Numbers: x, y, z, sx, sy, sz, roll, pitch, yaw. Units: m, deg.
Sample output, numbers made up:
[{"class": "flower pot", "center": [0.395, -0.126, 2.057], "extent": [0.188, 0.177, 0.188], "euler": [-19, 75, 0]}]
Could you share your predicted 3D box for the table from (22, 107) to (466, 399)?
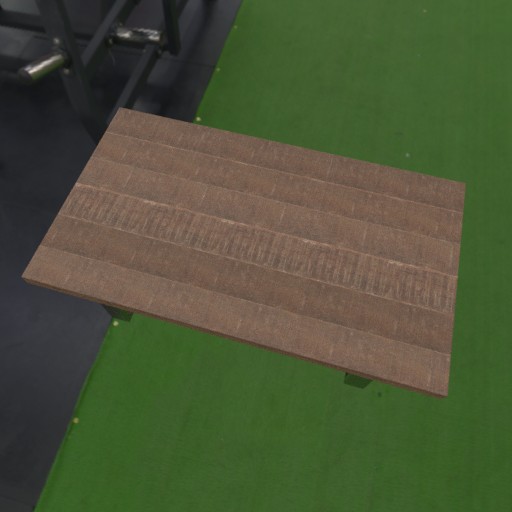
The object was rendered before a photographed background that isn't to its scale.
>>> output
[{"class": "table", "center": [0.000, 0.000, 1.761], "extent": [1.400, 0.440, 0.800], "euler": [14, 64, 7]}]
